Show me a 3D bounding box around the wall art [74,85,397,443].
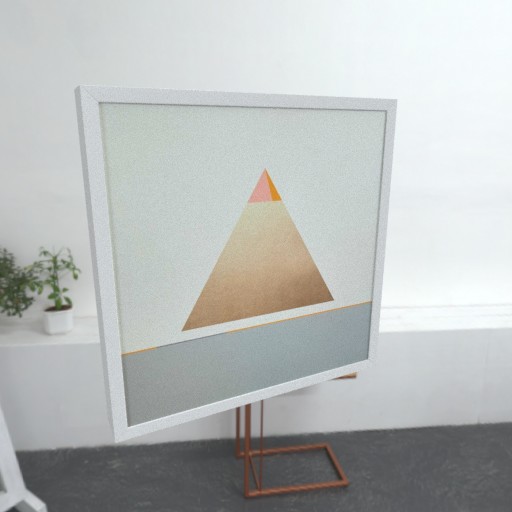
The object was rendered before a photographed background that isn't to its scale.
[{"bbox_3d":[0.000,0.000,0.444,0.305,0.304,0.038,-8,17,-26],"label":"wall art"}]
